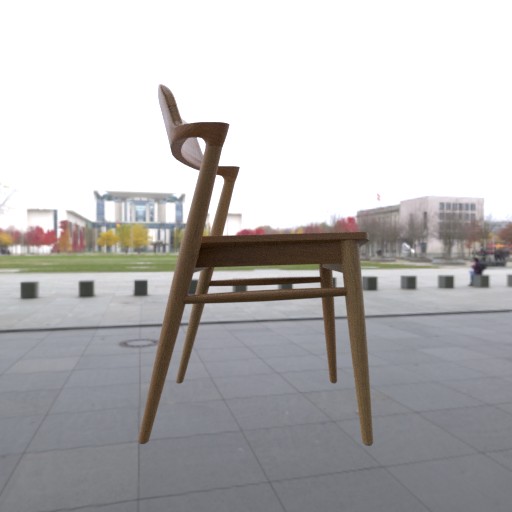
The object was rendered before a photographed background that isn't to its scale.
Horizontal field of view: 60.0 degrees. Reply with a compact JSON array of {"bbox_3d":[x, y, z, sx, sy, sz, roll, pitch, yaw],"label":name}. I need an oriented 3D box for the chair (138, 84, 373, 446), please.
[{"bbox_3d":[0.000,0.000,1.152,0.499,0.792,0.512,0,1,0],"label":"chair"}]
